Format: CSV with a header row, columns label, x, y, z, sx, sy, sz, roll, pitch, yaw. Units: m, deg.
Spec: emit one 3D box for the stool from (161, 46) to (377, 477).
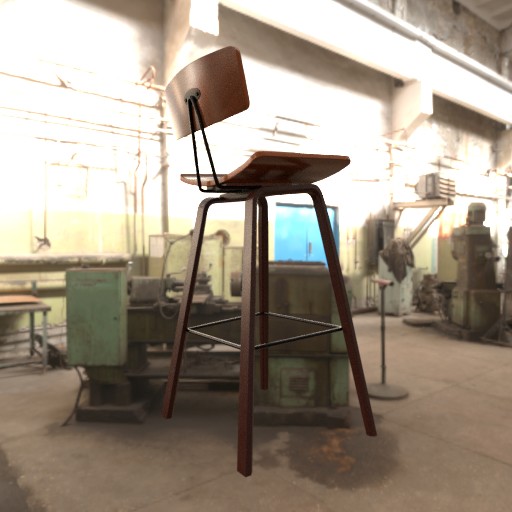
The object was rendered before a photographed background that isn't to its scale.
label,x,y,z,sx,sy,sz,roll,pitch,yaw
stool,0.000,0.000,1.263,0.440,0.969,0.509,-1,2,-36
